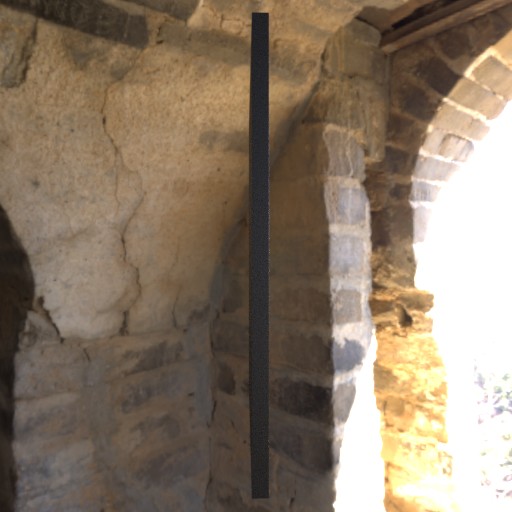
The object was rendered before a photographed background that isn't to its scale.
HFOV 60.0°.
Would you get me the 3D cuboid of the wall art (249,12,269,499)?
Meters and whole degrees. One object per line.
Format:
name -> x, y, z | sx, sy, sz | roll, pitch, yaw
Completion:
wall art -> 0.000, 0.000, 1.371 | 0.038, 1.062, 0.806 | 0, -1, -1
